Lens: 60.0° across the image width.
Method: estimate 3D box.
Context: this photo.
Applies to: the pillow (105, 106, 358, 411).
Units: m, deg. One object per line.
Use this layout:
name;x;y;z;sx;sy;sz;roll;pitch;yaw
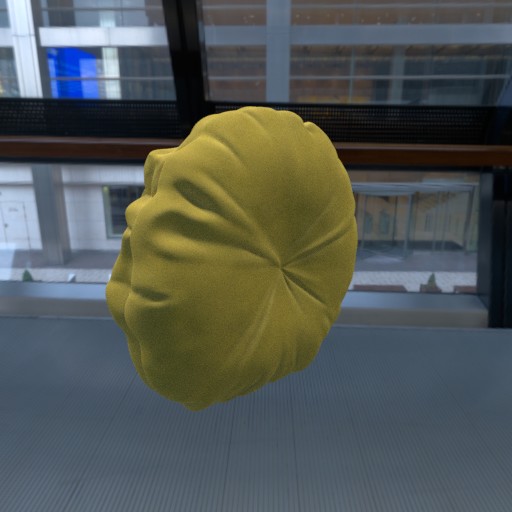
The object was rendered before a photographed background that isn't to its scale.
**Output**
pillow;0.000;0.000;0.637;0.428;0.407;0.148;-15;22;-42
